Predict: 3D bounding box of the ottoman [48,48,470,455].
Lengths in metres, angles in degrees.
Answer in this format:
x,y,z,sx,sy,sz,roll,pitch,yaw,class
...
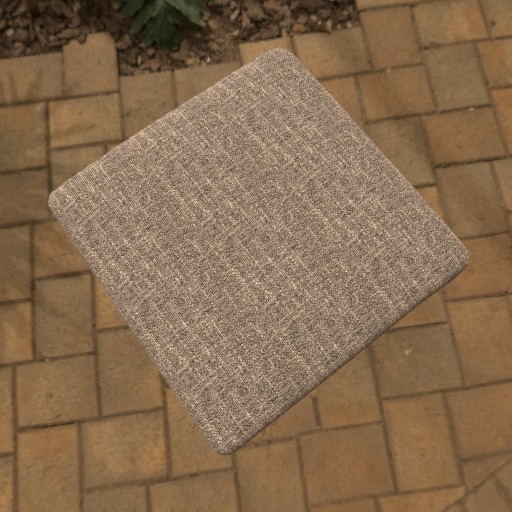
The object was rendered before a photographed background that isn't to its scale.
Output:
x,y,z,sx,sy,sz,roll,pitch,yaw,class
0.000,0.000,0.904,0.512,0.453,0.521,-36,79,-8,ottoman
